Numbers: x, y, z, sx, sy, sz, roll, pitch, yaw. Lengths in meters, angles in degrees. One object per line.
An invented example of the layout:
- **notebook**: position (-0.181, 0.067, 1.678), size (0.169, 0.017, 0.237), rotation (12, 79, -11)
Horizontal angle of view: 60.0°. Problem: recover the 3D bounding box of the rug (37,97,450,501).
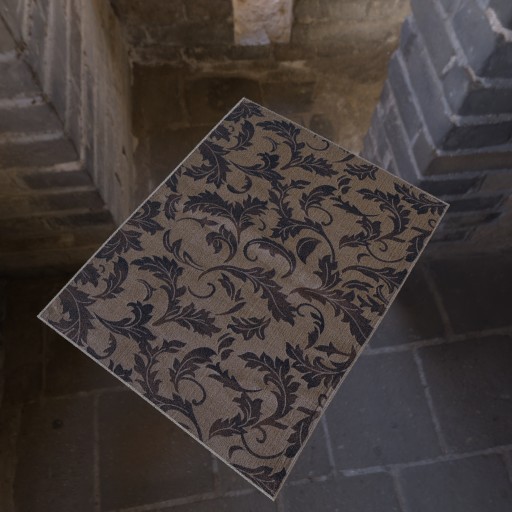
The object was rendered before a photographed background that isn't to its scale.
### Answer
- **rug**: position (0.000, 0.000, 3.913), size (2.380, 0.008, 2.977), rotation (32, 68, 14)
